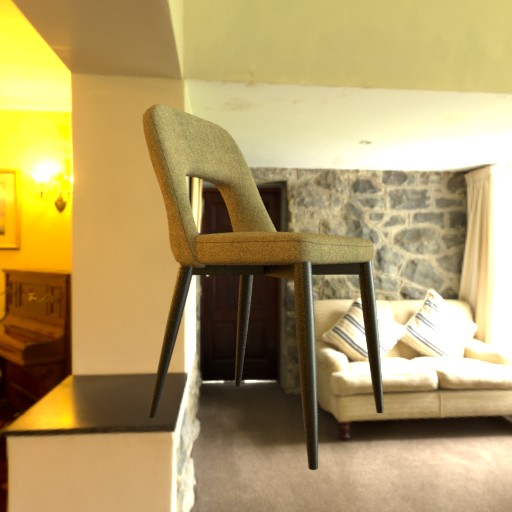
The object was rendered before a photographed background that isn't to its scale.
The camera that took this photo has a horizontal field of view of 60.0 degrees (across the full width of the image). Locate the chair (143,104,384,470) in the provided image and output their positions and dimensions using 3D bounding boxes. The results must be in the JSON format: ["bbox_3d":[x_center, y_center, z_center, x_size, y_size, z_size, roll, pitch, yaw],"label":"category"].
[{"bbox_3d":[0.000,0.000,1.292,0.612,0.931,0.470,0,0,35],"label":"chair"}]
